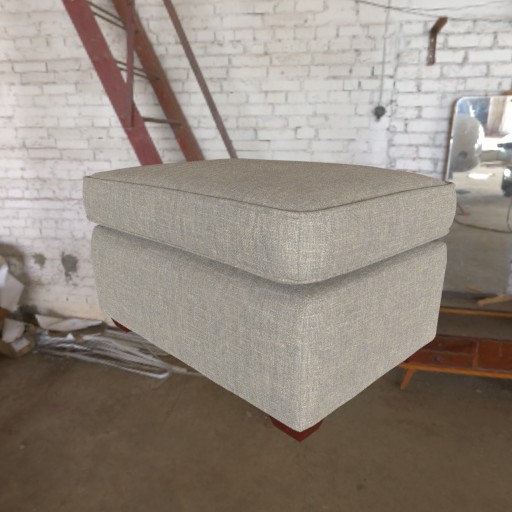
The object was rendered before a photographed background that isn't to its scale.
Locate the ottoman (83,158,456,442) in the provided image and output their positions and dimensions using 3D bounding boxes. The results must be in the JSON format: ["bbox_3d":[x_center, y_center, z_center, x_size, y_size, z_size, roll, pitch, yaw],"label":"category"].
[{"bbox_3d":[0.000,0.000,1.093,0.559,0.457,0.762,-15,22,-42],"label":"ottoman"}]
